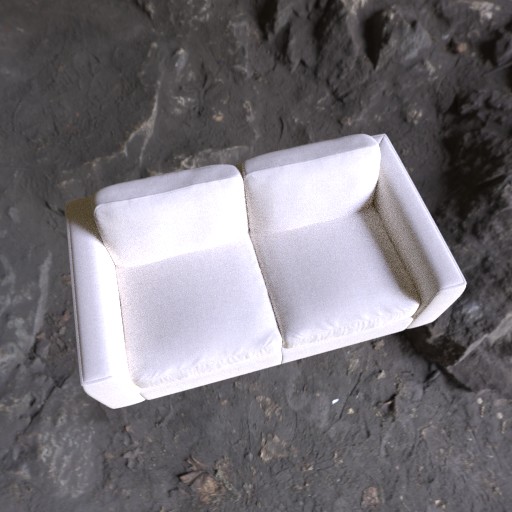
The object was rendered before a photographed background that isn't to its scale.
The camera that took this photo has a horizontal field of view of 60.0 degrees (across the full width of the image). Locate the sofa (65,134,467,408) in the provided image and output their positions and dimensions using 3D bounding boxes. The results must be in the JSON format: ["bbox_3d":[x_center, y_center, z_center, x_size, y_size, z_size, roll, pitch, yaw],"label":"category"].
[{"bbox_3d":[0.000,0.000,2.432,1.920,0.801,1.069,-14,63,-7],"label":"sofa"}]
